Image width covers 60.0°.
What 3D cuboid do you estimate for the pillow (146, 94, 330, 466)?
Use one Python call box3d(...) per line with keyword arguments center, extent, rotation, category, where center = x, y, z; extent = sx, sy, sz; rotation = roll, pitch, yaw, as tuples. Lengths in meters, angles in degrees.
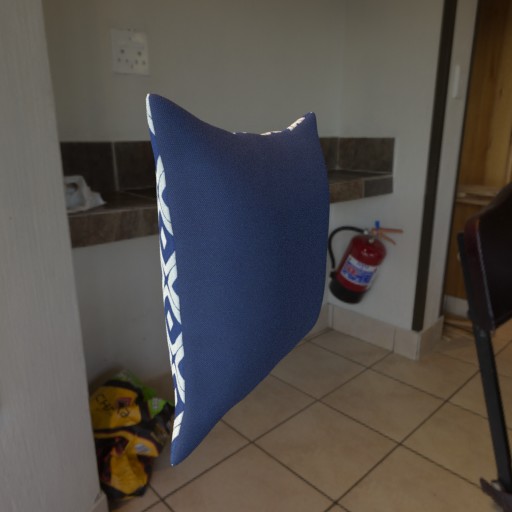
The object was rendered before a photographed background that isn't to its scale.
box3d(center=(0.000, 0.000, 0.765), extent=(0.188, 0.494, 0.504), rotation=(8, 18, 27), category="pillow")
